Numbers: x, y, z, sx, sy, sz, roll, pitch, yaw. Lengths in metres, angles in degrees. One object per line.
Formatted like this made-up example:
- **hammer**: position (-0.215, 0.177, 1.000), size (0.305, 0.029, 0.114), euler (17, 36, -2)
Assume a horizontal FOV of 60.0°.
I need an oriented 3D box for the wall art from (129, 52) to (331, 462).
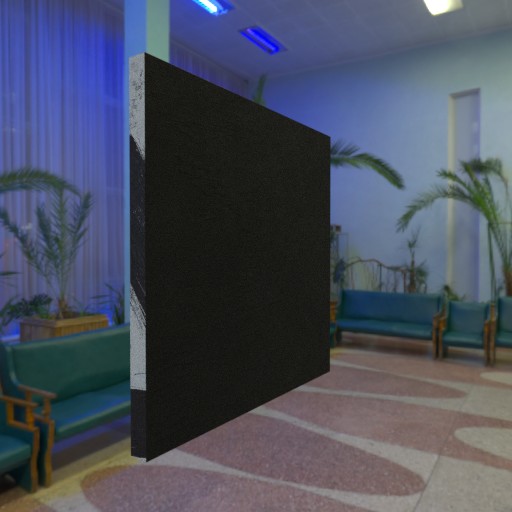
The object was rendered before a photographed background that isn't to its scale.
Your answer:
- **wall art**: position (0.000, 0.000, 1.147), size (0.046, 0.765, 0.765), euler (1, 1, 36)
